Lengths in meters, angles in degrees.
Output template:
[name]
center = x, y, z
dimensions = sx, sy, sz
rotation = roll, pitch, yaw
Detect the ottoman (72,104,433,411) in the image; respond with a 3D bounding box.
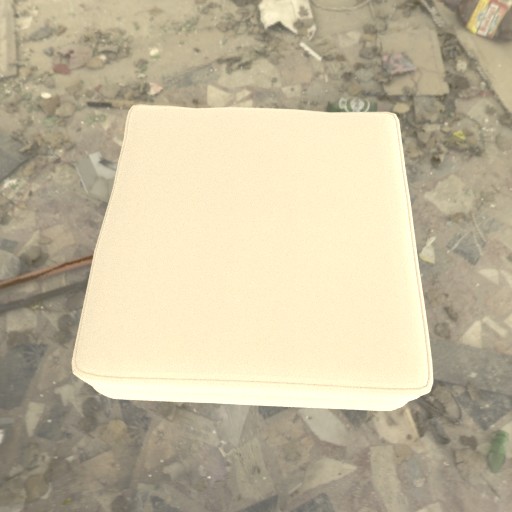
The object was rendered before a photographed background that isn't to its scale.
[ottoman]
center = 0.000, 0.000, 1.327
dimensions = 0.838, 0.479, 0.838
rotation = 2, 63, 1
